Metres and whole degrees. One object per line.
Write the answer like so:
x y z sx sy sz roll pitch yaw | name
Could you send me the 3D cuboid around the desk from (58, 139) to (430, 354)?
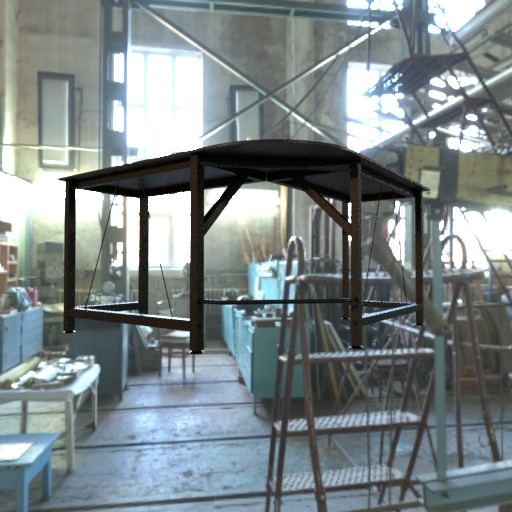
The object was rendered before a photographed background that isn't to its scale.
0.000 0.000 2.333 1.400 0.762 1.400 -1 -2 36 | desk
